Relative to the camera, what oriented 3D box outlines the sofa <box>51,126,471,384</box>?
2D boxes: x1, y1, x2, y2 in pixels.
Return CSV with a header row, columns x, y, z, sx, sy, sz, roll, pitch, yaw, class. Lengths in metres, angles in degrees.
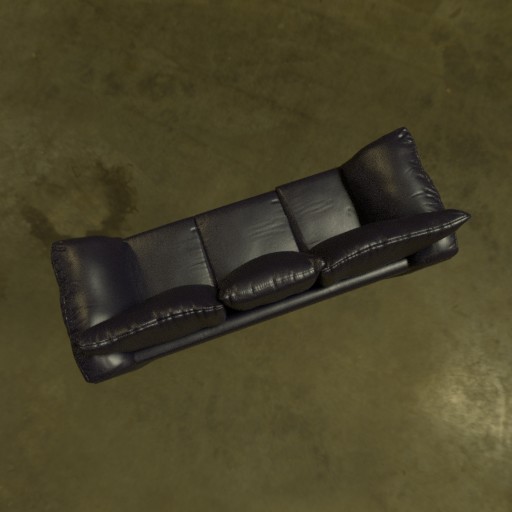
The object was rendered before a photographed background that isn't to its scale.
x,y,z,sx,sy,sz,roll,pitch,yaw,class
0.000,0.000,2.814,2.336,1.073,0.880,-19,76,-5,sofa
